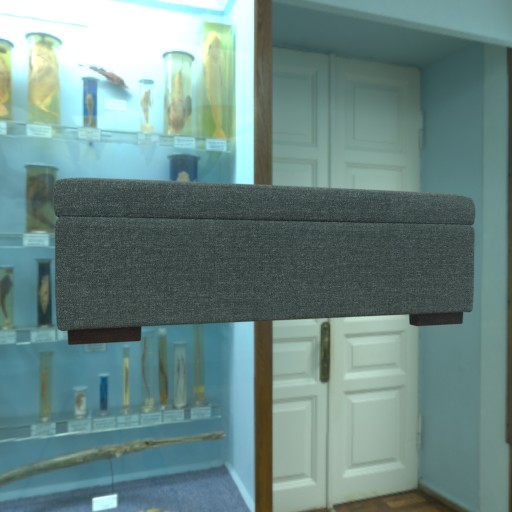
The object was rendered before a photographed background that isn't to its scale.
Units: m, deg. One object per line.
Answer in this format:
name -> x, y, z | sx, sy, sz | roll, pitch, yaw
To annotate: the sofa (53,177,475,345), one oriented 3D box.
sofa -> 0.000, 0.000, 1.570 | 1.198, 0.417, 0.782 | 0, 0, -16
